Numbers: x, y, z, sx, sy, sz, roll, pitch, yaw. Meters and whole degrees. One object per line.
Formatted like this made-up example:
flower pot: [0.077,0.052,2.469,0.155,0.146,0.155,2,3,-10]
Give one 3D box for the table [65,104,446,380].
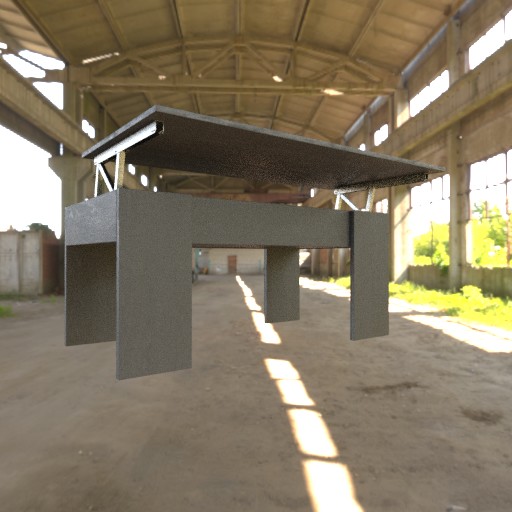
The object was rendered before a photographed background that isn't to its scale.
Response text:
table: [0.000,0.000,1.418,1.000,0.570,0.711,0,0,-37]
